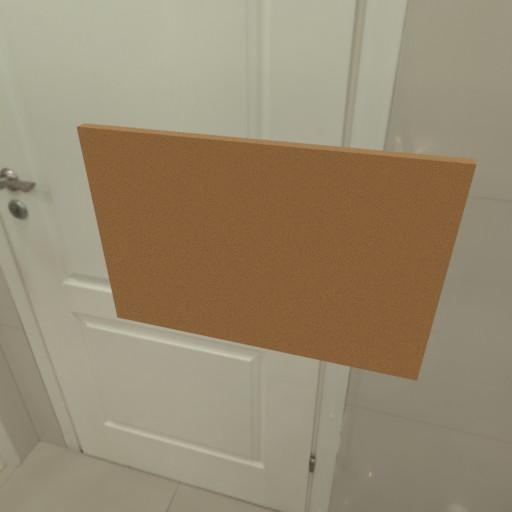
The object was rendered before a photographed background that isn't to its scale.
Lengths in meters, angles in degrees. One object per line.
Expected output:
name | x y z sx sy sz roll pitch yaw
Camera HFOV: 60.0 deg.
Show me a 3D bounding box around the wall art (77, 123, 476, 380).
wall art | 0.000 0.000 1.157 0.915 0.608 0.033 9 33 14
